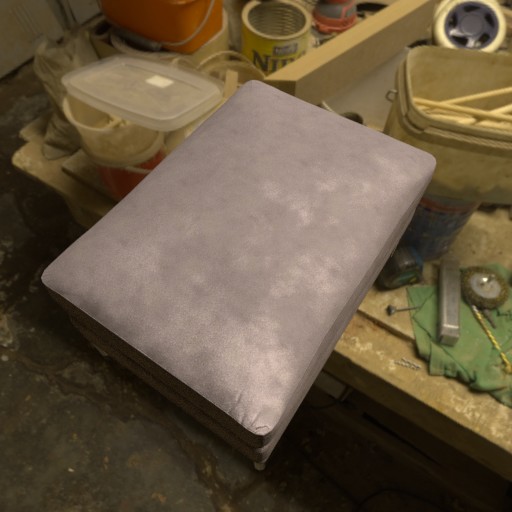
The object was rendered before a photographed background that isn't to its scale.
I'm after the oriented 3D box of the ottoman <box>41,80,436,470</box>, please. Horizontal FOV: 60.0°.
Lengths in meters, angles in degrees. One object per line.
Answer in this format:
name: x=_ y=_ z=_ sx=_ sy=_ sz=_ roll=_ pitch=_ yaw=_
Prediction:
ottoman: x=0.000 y=0.000 z=1.039 sx=0.520 sy=0.456 sz=0.719 roll=30 pitch=62 yaw=17
